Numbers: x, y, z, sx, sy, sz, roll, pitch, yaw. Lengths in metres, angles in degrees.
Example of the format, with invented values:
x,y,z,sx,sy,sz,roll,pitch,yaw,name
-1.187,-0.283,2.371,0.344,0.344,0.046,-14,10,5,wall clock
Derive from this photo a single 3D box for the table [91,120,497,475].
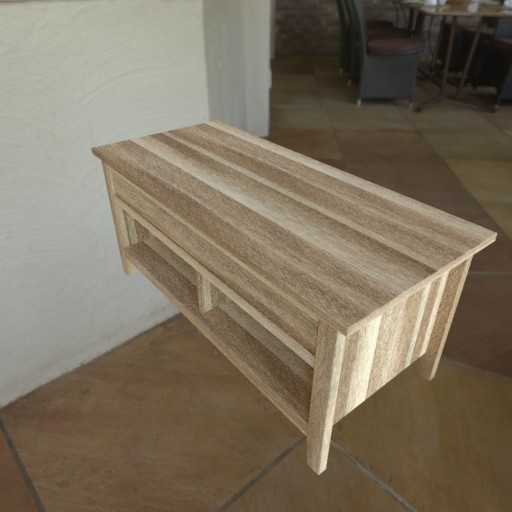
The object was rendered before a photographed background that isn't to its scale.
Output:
x,y,z,sx,sy,sz,roll,pitch,yaw,name
0.000,0.000,1.340,0.493,0.480,1.095,-24,40,-32,table
